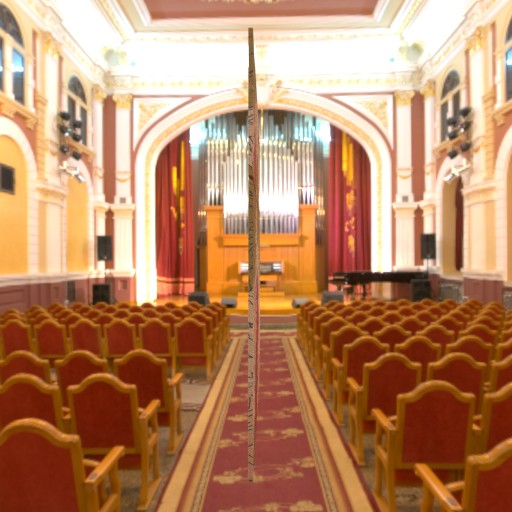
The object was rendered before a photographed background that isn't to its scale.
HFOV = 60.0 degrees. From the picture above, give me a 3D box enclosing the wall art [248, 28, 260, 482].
[{"bbox_3d":[0.000,0.000,1.790,0.013,1.218,1.206,0,-1,1],"label":"wall art"}]
